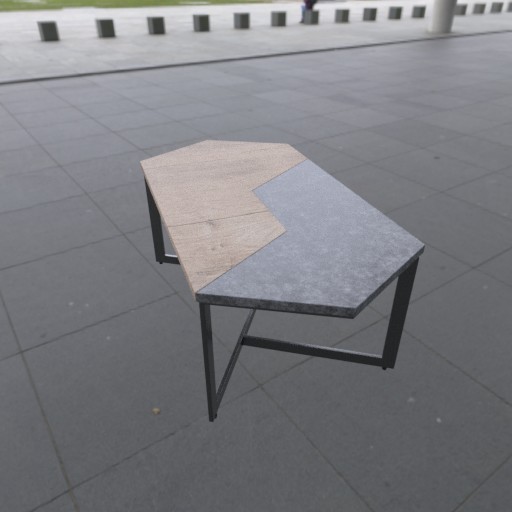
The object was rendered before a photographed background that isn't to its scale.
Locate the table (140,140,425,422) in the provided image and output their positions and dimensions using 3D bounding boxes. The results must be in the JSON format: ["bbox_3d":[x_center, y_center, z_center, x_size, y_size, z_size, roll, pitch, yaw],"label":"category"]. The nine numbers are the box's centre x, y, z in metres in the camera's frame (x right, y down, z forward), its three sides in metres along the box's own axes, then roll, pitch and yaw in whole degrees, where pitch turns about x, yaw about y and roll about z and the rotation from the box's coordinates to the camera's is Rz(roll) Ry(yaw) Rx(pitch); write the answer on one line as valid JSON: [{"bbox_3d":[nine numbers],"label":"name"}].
[{"bbox_3d":[0.000,0.000,1.531,0.609,0.457,1.219,-11,34,-17],"label":"table"}]
